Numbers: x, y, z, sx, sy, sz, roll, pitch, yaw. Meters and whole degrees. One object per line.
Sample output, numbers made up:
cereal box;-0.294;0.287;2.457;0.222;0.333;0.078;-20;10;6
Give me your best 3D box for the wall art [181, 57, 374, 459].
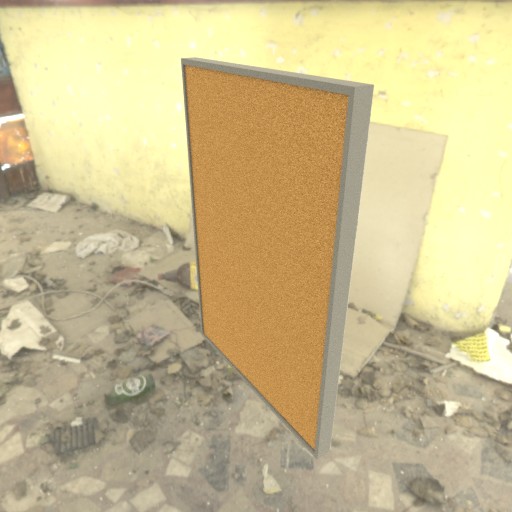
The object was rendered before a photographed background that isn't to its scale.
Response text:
wall art;0.000;0.000;0.961;0.039;0.753;0.511;-19;34;-30
